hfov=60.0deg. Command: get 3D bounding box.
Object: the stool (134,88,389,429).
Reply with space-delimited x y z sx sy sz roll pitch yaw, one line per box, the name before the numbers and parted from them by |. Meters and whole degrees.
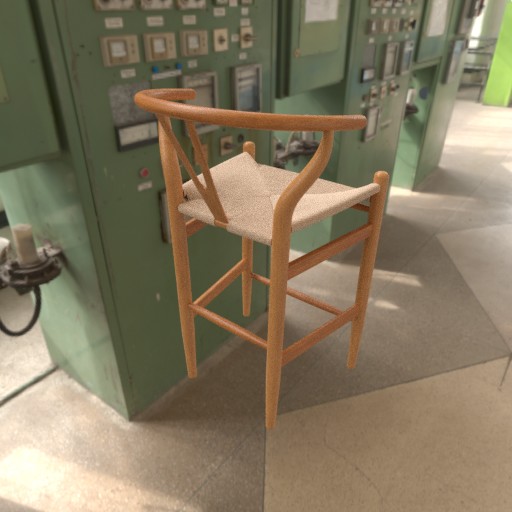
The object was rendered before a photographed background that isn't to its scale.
stool | 0.000 0.000 1.329 0.569 0.970 0.579 22 37 33
